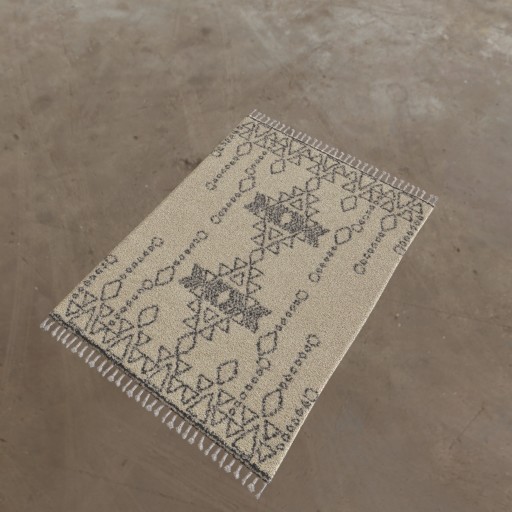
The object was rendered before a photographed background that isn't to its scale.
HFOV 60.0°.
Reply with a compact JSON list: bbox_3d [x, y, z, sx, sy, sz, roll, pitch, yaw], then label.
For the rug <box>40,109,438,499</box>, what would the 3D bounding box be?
[{"bbox_3d":[0.000,0.000,3.826,2.125,0.028,3.027,30,64,17],"label":"rug"}]
